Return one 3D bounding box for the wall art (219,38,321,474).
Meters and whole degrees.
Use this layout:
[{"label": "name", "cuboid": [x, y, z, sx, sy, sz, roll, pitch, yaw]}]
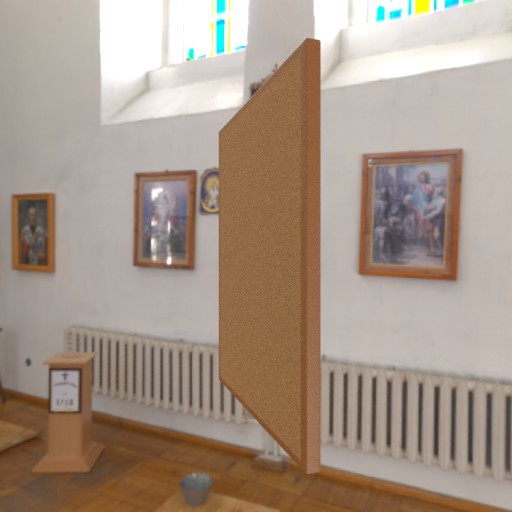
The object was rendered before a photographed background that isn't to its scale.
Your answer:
[{"label": "wall art", "cuboid": [0.000, 0.000, 0.777, 0.022, 0.553, 0.452, 0, 0, -19]}]
